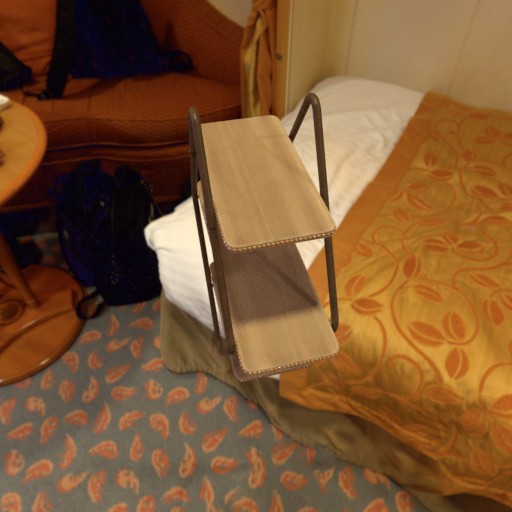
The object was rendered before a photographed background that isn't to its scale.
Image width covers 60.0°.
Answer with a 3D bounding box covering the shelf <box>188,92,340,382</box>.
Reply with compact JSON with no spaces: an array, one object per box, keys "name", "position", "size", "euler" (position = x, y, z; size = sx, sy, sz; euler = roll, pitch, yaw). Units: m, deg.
[{"name":"shelf","position":[0.000,0.000,1.055],"size":[0.234,0.774,0.609],"euler":[-10,48,-9]}]
